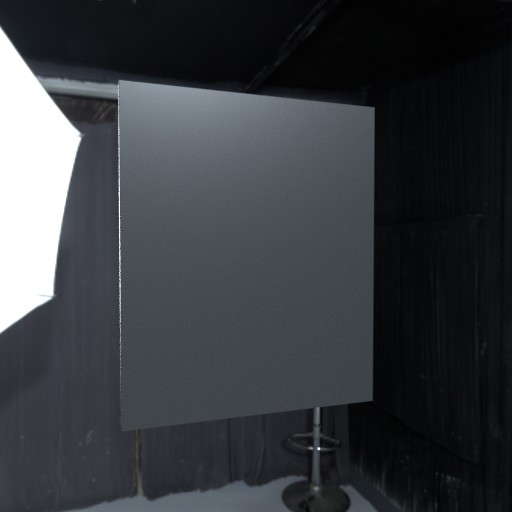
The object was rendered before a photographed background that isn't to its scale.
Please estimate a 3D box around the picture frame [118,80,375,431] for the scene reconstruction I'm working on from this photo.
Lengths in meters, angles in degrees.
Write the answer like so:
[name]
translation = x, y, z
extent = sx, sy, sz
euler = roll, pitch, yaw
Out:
[picture frame]
translation = 0.000, 0.000, 0.784
extent = 0.460, 0.556, 0.028
euler = 0, 1, -18
